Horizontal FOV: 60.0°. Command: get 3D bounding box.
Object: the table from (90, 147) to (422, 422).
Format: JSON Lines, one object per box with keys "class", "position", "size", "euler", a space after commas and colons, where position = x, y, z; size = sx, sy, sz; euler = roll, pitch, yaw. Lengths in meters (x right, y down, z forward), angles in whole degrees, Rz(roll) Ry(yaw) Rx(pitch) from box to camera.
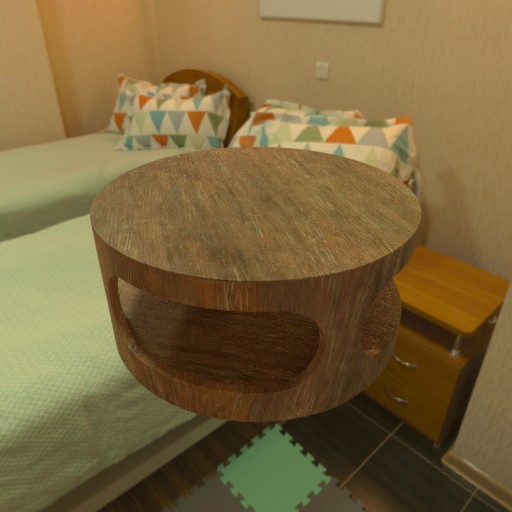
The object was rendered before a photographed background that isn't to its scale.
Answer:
{"class": "table", "position": [0.000, 0.000, 1.481], "size": [0.974, 0.450, 0.974], "euler": [0, 30, 0]}
